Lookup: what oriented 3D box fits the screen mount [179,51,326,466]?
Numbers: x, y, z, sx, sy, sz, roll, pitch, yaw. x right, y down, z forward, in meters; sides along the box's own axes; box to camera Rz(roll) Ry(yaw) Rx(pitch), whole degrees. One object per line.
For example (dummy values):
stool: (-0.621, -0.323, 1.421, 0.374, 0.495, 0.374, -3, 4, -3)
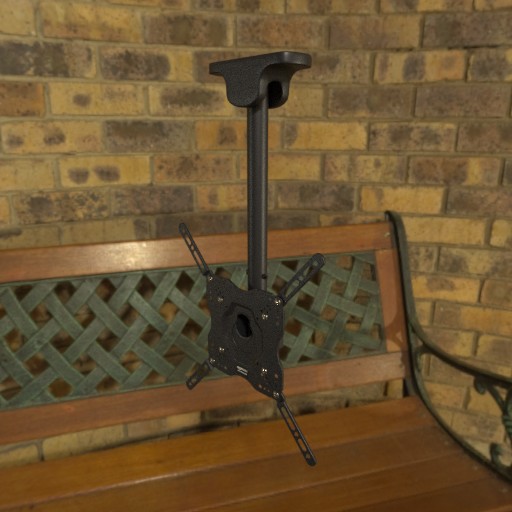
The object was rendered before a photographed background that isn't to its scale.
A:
screen mount: (0.000, 0.000, 0.890, 0.393, 0.729, 0.090, 15, 21, 42)
